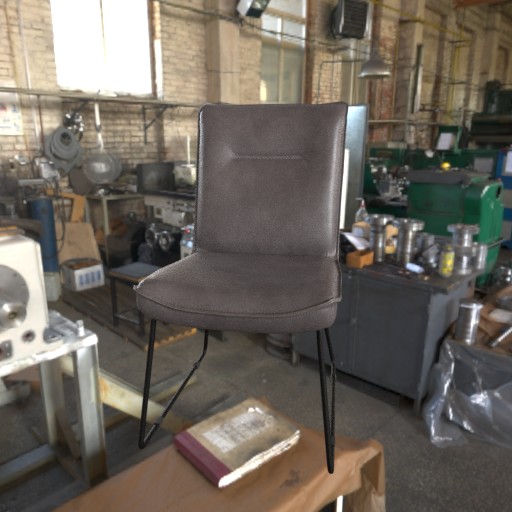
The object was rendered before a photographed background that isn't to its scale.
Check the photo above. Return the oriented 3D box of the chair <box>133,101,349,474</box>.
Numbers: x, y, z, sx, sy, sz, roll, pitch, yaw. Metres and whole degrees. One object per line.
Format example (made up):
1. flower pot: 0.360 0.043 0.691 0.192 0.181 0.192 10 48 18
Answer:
1. chair: 0.000 0.000 1.335 0.515 0.932 0.688 3 15 10
